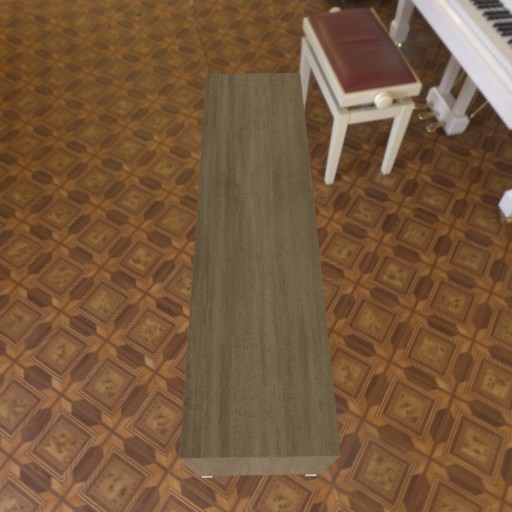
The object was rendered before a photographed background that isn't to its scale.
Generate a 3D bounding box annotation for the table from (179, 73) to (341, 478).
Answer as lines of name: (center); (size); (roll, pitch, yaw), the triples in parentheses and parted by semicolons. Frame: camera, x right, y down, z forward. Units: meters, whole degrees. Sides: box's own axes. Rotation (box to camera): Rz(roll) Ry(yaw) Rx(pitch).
table: (0.000, 0.000, 1.716); (0.400, 0.530, 1.500); (-1, 58, 0)
